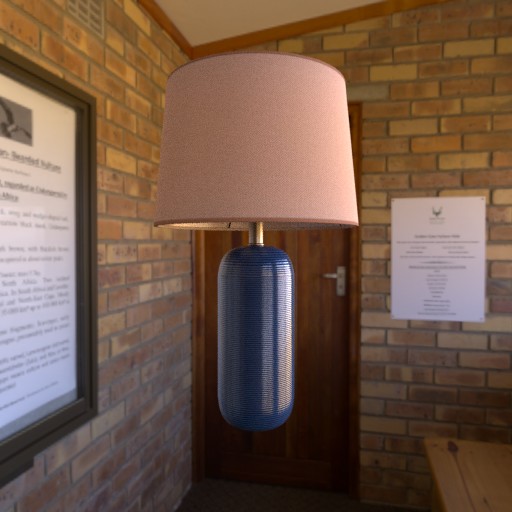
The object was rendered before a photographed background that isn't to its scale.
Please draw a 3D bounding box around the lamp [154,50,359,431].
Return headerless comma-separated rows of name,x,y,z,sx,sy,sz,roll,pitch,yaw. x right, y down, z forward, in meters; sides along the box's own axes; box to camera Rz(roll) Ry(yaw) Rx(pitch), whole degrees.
lamp,0.000,0.000,0.815,0.367,0.609,0.367,0,1,0
